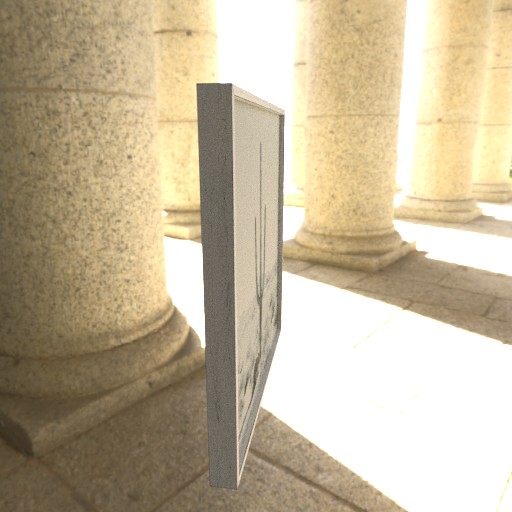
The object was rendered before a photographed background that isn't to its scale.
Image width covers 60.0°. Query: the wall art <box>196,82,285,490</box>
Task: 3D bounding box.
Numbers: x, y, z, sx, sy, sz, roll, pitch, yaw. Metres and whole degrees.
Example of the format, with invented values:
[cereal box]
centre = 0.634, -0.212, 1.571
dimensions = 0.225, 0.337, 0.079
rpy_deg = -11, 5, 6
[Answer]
[wall art]
centre = 0.000, 0.000, 0.768
dimensions = 0.038, 0.508, 0.508
rpy_deg = 3, 15, 10
